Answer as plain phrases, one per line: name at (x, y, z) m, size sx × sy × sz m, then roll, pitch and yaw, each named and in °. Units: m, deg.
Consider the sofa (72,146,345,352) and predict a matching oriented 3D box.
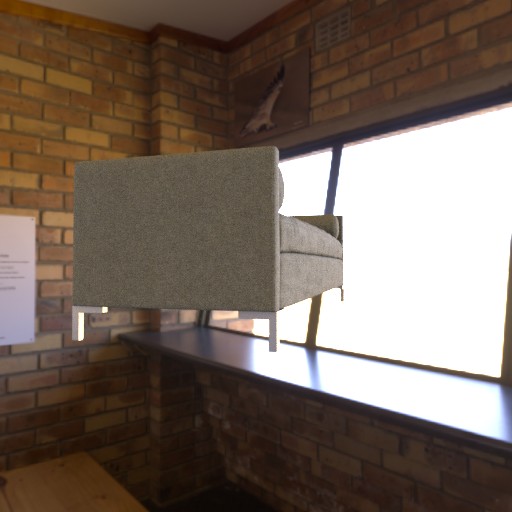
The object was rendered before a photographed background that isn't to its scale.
sofa at (0.000, 0.000, 2.496) m, size 0.797 × 0.657 × 2.102 m, roll 0°, pitch -1°, yaw 17°
